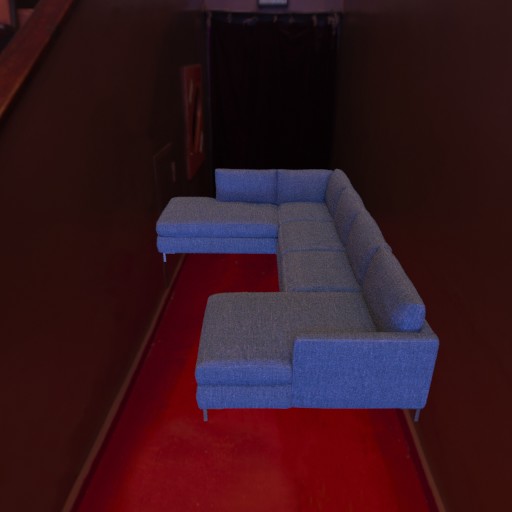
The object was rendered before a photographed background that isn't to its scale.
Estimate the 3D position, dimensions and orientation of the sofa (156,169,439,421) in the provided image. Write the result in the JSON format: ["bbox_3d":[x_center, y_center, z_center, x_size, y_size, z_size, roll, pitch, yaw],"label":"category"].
[{"bbox_3d":[0.000,0.000,3.505,1.879,0.753,2.737,0,26,1],"label":"sofa"}]
